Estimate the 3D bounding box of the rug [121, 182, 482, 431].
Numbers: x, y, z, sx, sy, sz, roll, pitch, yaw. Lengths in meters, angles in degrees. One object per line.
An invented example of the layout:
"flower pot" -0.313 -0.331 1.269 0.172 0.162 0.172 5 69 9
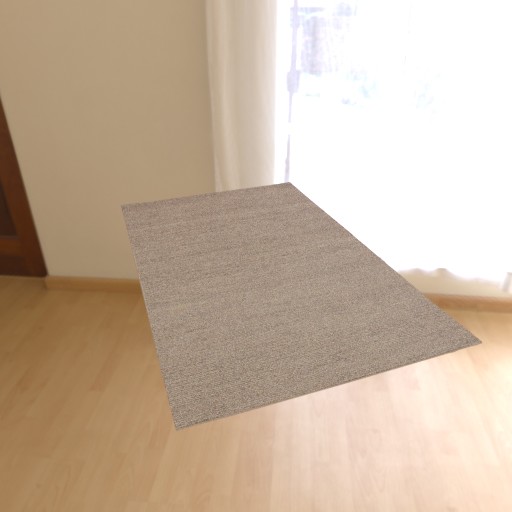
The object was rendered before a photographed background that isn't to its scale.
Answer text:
"rug" 0.000 0.000 2.208 1.154 0.021 1.792 -10 31 -17
